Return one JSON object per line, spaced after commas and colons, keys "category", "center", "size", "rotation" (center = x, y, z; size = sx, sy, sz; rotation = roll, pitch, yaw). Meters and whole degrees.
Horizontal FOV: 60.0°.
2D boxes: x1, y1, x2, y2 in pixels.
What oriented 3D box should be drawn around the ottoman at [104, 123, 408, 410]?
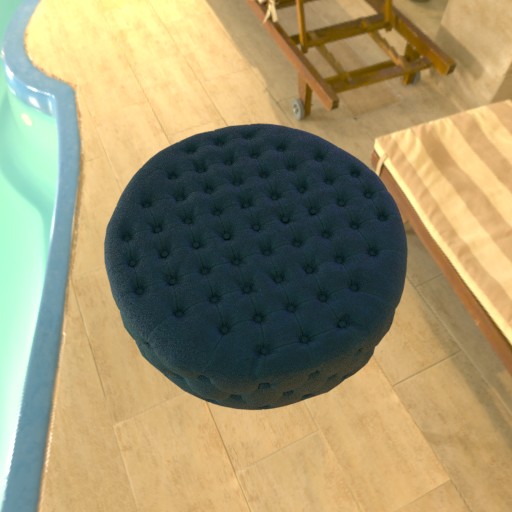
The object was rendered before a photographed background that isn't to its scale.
{"category": "ottoman", "center": [0.000, 0.000, 1.558], "size": [0.998, 0.398, 0.998], "rotation": [0, 58, 0]}
